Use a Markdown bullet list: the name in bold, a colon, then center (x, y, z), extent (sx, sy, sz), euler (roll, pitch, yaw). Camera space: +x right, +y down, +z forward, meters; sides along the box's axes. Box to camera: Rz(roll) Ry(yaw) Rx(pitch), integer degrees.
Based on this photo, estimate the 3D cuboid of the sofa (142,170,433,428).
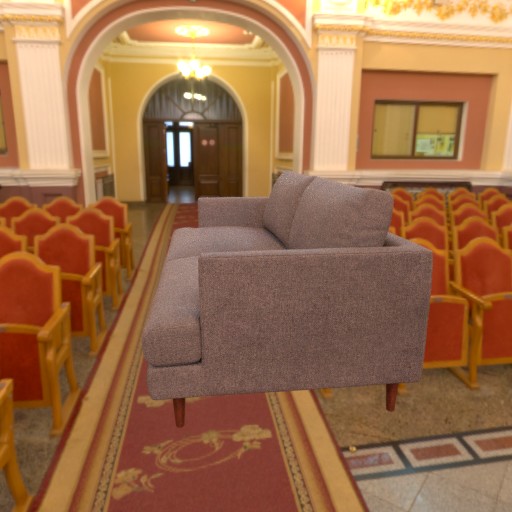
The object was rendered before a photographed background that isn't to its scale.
- **sofa**: center (0.000, 0.000, 2.459), extent (1.020, 0.868, 1.948), euler (-2, 13, -7)
